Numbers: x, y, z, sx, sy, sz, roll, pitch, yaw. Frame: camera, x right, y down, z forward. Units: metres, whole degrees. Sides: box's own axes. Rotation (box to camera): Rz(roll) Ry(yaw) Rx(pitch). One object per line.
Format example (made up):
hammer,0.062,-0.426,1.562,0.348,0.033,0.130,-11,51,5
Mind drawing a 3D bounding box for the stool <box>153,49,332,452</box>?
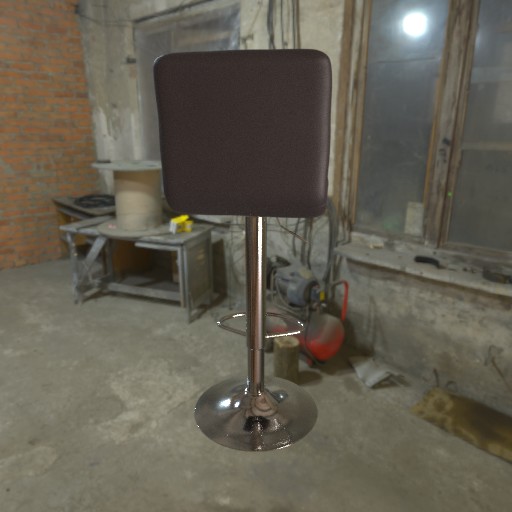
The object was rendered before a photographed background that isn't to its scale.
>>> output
stool,0.000,0.000,1.385,0.430,1.115,0.505,3,17,9
